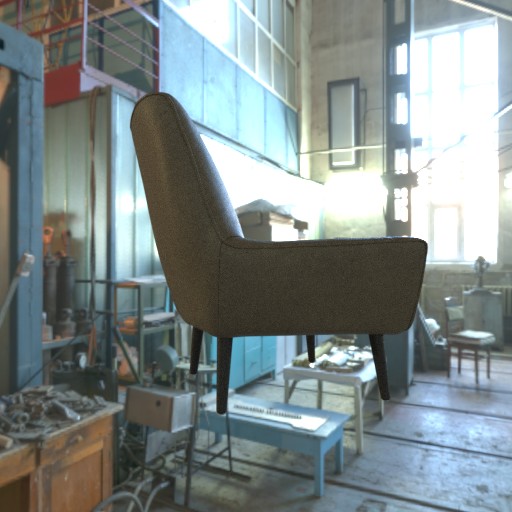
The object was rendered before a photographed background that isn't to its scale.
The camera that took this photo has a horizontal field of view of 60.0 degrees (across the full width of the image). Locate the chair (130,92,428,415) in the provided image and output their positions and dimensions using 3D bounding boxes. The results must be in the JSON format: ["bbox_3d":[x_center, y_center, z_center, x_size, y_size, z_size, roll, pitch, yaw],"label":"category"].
[{"bbox_3d":[0.000,0.000,1.505,0.824,0.888,0.787,0,0,-18],"label":"chair"}]
